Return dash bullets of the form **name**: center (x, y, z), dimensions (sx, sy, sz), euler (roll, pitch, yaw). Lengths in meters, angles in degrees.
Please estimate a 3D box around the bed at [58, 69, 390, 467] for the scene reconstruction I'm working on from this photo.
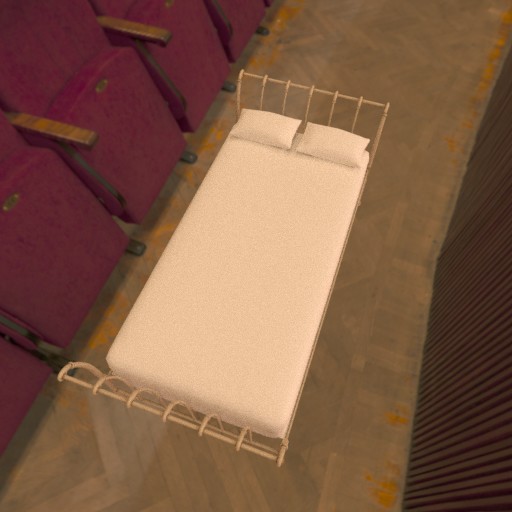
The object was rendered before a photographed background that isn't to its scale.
- **bed**: center (0.000, 0.000, 2.701), dimensions (1.032, 0.873, 2.228), euler (17, 60, 10)
